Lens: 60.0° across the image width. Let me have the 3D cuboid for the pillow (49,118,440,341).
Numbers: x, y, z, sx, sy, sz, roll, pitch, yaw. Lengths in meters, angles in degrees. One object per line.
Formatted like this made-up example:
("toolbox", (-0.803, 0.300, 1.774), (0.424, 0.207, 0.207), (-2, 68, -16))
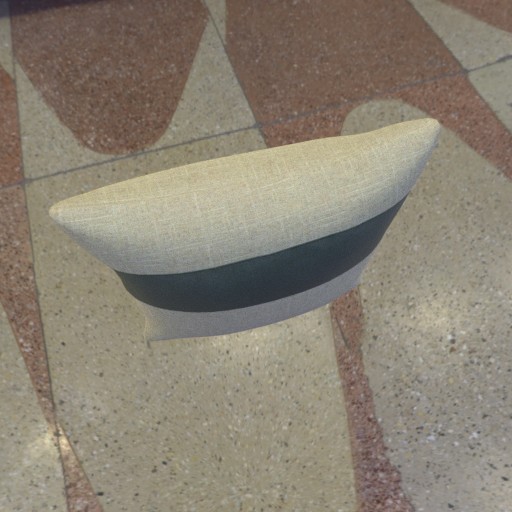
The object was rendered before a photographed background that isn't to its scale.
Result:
("pillow", (0.000, 0.000, 0.624), (0.414, 0.399, 0.173), (-14, 63, -7))
